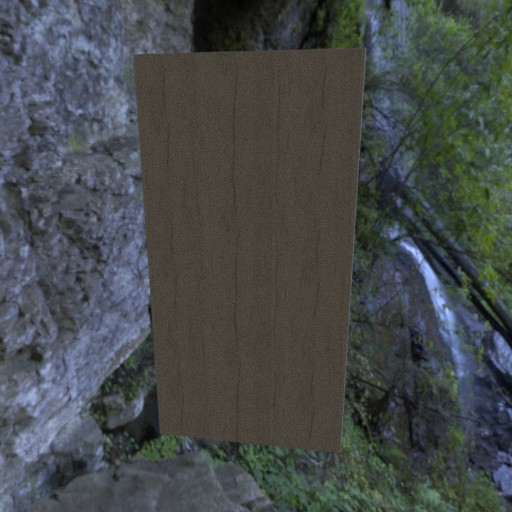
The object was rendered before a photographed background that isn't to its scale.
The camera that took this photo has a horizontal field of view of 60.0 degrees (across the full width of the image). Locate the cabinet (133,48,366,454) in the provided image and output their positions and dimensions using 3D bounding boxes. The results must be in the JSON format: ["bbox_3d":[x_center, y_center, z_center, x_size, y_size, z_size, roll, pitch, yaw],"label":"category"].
[{"bbox_3d":[0.000,0.000,2.378,0.980,1.930,0.580,3,16,9],"label":"cabinet"}]
